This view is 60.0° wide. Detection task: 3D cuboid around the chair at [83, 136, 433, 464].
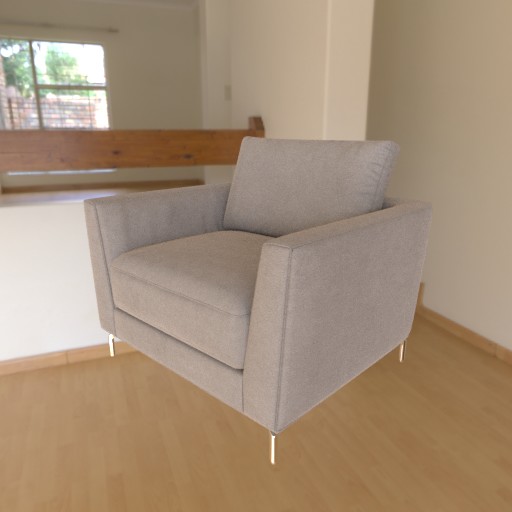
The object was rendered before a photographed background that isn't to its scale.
[{"bbox_3d":[0.000,0.000,1.684,1.041,0.864,0.889,15,22,42],"label":"chair"}]
